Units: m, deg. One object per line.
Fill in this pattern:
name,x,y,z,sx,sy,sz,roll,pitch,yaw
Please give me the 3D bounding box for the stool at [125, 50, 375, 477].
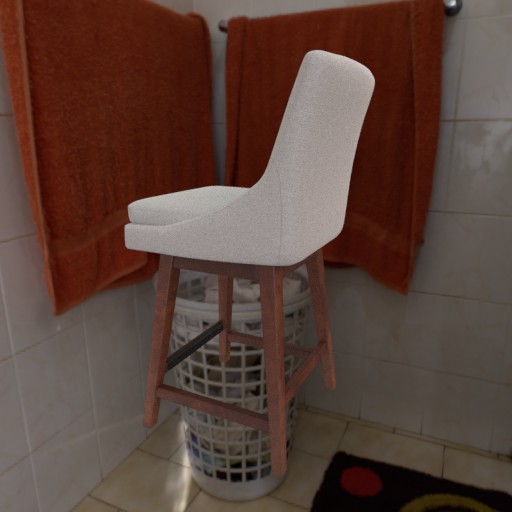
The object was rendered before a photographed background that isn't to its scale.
stool,0.000,0.000,1.265,0.559,0.991,0.469,8,17,26
